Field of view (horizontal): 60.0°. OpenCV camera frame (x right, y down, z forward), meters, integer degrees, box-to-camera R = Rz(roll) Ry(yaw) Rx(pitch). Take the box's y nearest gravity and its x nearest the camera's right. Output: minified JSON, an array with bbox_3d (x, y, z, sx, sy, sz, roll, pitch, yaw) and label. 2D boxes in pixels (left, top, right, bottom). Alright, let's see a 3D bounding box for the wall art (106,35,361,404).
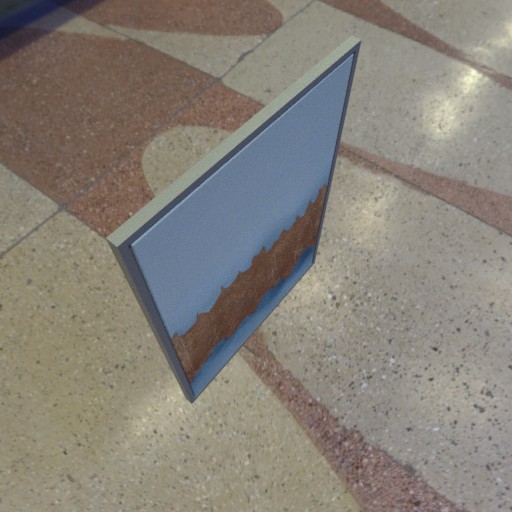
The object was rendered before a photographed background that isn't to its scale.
[{"bbox_3d":[0.000,0.000,1.368,0.034,1.042,0.789,34,64,20],"label":"wall art"}]
